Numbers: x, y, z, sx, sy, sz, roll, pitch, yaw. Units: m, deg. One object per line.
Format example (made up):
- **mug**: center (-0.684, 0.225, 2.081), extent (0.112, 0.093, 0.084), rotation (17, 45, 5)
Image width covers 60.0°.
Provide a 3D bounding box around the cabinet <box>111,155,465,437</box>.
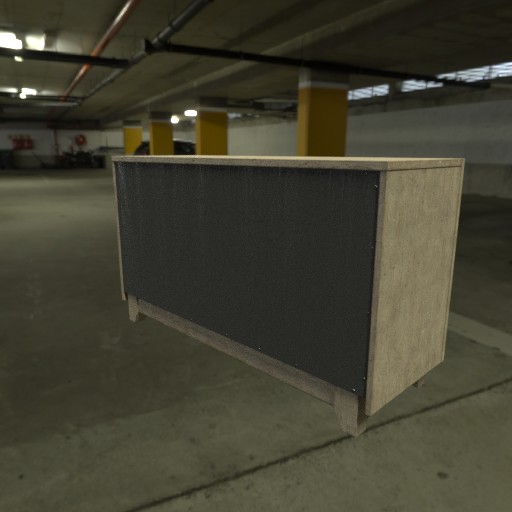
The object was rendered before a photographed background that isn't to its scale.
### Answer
- **cabinet**: center (0.000, 0.000, 1.891), extent (0.511, 0.825, 1.460), rotation (-13, 19, -43)
